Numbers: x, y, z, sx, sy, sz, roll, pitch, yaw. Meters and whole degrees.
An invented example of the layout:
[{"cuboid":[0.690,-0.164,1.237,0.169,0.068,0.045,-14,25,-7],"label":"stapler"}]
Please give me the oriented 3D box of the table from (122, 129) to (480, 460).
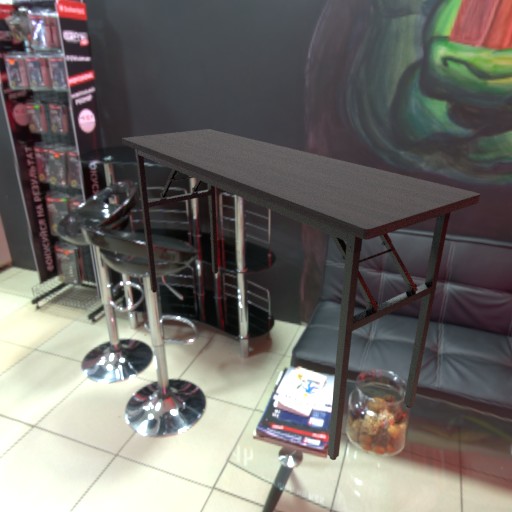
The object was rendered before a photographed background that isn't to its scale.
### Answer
[{"cuboid":[0.000,0.000,1.715,0.449,0.750,1.399,-17,29,-33],"label":"table"}]
